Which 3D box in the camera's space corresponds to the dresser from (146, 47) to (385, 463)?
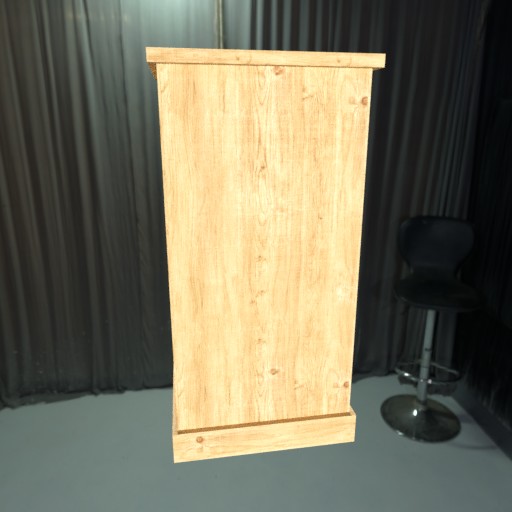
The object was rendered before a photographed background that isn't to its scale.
[{"bbox_3d":[0.000,0.000,1.293,0.531,1.041,0.390,-3,16,-9],"label":"dresser"}]
